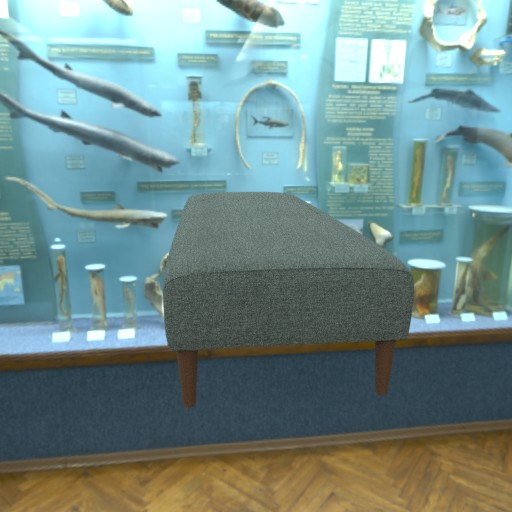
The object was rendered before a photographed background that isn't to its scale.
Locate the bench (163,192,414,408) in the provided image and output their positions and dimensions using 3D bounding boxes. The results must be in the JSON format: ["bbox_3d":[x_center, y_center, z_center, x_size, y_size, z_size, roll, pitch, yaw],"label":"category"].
[{"bbox_3d":[0.000,0.000,1.828,0.631,0.384,1.598,-2,14,-6],"label":"bench"}]
